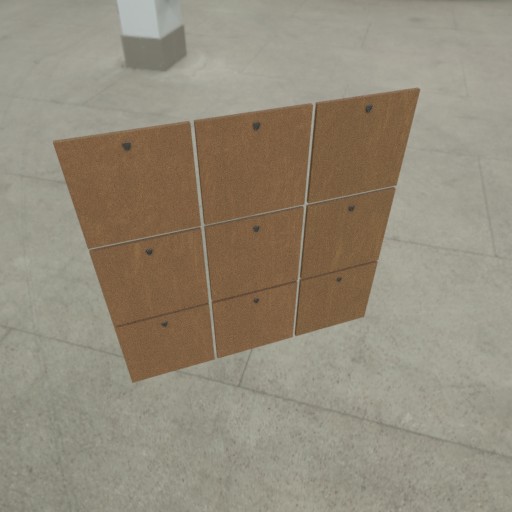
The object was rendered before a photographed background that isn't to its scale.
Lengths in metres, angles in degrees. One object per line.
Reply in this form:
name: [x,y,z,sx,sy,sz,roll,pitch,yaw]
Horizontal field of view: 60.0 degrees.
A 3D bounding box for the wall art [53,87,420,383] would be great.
wall art: [0.000,0.000,1.359,0.915,0.913,0.018,-13,43,-14]
